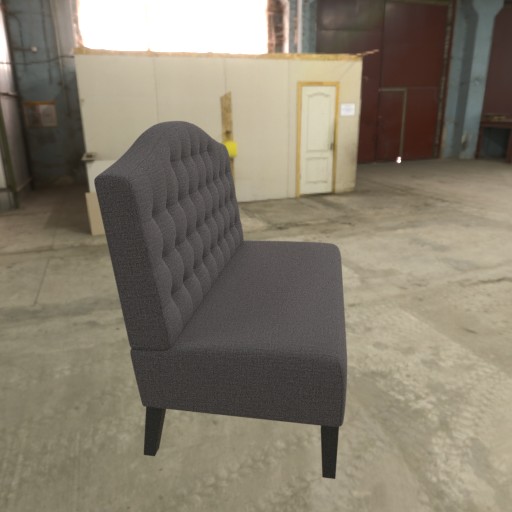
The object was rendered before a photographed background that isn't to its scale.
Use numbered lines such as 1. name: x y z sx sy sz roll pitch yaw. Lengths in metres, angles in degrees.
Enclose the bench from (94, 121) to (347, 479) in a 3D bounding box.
1. bench: 0.000 0.000 2.029 0.815 1.180 1.335 3 18 9
